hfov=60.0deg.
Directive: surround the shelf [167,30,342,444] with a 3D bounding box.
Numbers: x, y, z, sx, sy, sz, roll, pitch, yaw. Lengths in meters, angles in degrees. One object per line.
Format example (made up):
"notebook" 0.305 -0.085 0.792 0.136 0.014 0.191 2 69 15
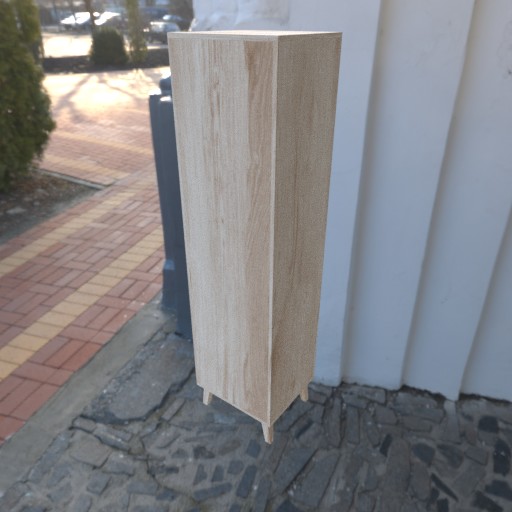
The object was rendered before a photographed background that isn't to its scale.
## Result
"shelf" 0.000 0.000 2.175 0.510 1.960 0.450 19 34 32
